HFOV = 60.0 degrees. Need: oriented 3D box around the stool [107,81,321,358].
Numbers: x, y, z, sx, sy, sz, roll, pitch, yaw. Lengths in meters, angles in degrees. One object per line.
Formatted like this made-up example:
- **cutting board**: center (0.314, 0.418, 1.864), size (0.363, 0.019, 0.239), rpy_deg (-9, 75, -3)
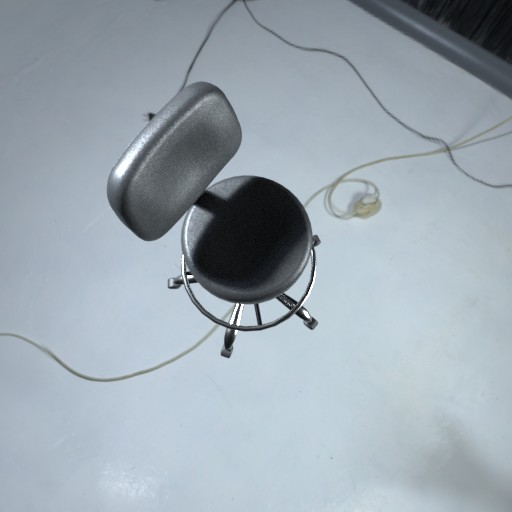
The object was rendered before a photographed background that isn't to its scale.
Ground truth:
- **stool**: center (0.000, 0.000, 1.499), size (0.658, 1.069, 0.694), rpy_deg (36, 79, 8)
